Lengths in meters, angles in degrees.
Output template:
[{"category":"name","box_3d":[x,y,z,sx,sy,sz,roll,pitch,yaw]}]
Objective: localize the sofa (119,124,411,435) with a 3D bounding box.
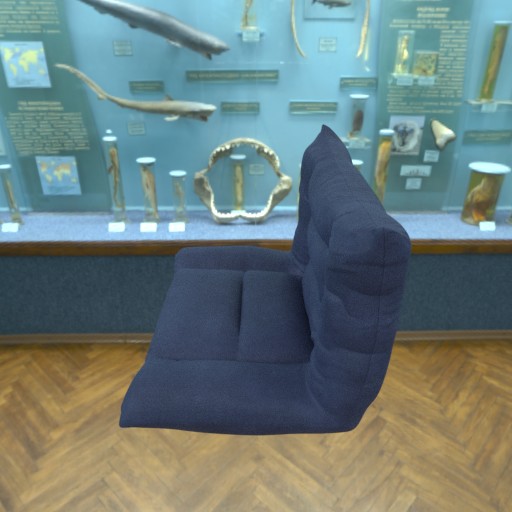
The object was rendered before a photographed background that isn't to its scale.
[{"category":"sofa","box_3d":[0.000,0.000,1.700,0.849,0.778,1.122,0,27,0]}]
